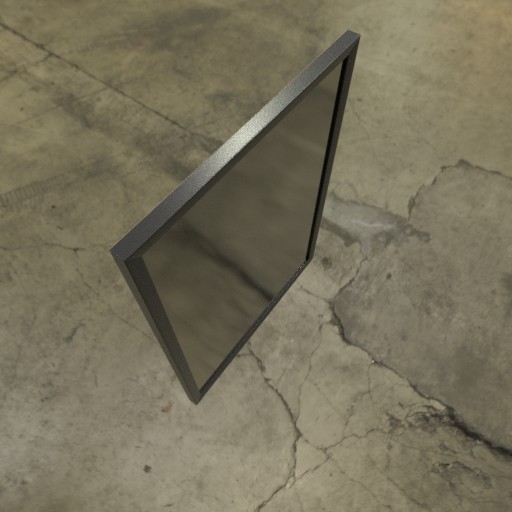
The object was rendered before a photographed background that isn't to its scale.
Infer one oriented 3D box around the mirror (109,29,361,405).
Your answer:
[{"bbox_3d":[0.000,0.000,1.312,0.040,1.016,0.762,33,64,18],"label":"mirror"}]
